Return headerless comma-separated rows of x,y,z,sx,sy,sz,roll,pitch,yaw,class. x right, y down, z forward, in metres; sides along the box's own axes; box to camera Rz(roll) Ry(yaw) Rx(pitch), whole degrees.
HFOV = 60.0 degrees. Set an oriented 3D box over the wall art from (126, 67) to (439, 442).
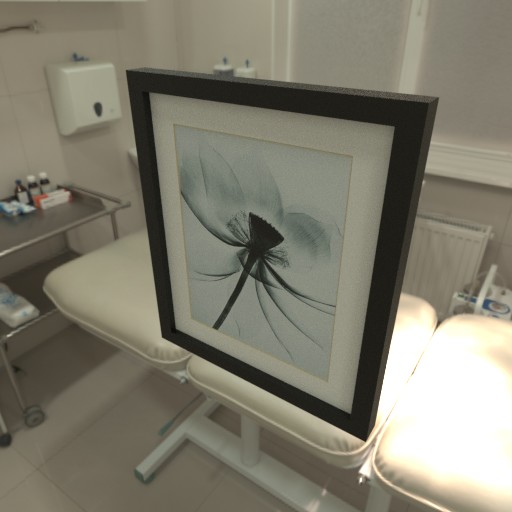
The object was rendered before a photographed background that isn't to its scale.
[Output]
0.000,0.000,0.514,0.330,0.381,0.029,19,35,29,wall art
